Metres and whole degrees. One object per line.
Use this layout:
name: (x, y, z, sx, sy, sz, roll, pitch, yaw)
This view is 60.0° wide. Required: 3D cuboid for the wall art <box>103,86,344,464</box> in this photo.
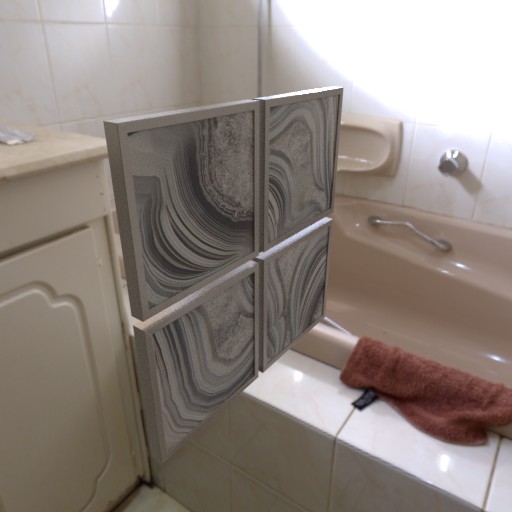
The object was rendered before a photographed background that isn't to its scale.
wall art: (0.000, 0.000, 0.913, 0.029, 0.611, 0.611, 18, 31, 33)
